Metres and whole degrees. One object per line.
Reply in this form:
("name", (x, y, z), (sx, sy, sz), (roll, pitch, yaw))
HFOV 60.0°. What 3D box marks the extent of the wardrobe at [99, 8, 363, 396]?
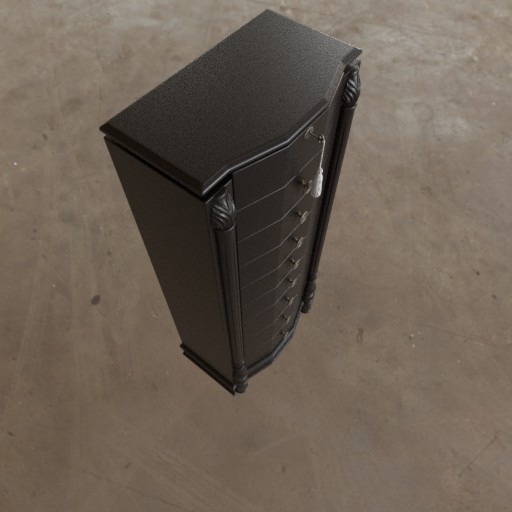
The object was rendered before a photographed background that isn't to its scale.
("wardrobe", (0.000, 0.000, 1.148), (0.295, 1.011, 0.444), (34, 64, 19))
